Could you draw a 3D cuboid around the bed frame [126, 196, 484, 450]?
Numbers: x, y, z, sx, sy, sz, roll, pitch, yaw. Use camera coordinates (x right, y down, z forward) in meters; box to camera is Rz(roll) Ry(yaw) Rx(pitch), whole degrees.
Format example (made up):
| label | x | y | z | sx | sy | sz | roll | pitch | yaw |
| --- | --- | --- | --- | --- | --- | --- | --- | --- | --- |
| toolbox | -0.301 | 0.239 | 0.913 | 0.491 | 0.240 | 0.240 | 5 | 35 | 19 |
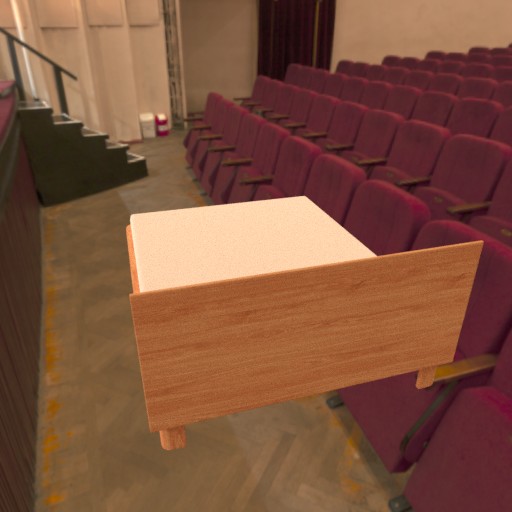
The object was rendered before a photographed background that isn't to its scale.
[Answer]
| label | x | y | z | sx | sy | sz | roll | pitch | yaw |
| --- | --- | --- | --- | --- | --- | --- | --- | --- | --- |
| bed frame | 0.000 | 0.000 | 3.024 | 1.660 | 0.940 | 2.092 | -8 | 28 | -15 |
